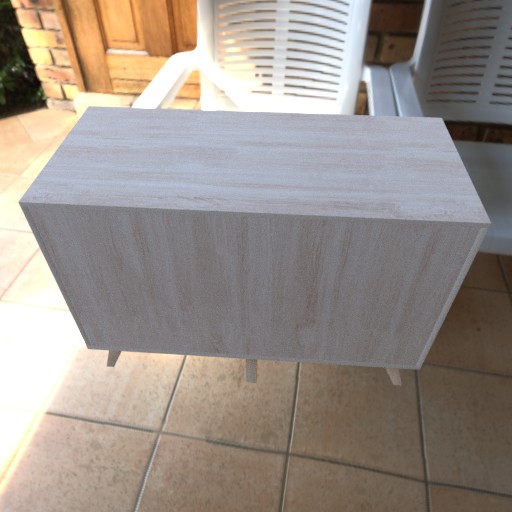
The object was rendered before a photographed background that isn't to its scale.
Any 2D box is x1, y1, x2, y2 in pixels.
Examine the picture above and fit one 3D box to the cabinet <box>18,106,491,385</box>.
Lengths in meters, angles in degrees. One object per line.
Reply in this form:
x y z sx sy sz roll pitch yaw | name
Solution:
0.000 0.000 1.488 1.110 0.780 0.500 3 45 3 | cabinet
